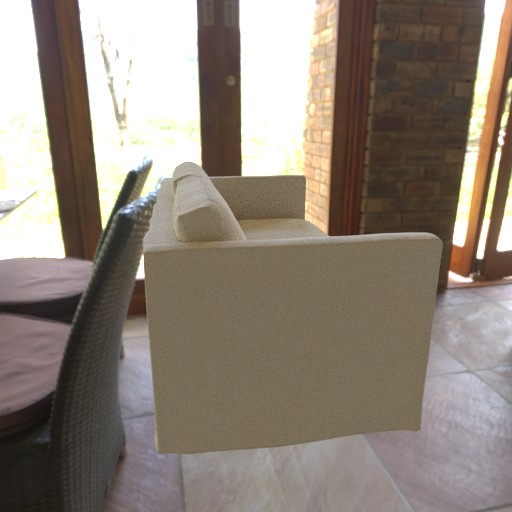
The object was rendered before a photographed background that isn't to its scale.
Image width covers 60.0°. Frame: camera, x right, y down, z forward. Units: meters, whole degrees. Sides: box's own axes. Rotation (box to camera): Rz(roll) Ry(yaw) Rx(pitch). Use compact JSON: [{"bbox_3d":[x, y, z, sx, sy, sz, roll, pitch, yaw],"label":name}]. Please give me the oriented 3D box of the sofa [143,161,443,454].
[{"bbox_3d":[0.000,0.000,2.219,0.962,0.834,1.746,-3,17,-9],"label":"sofa"}]
